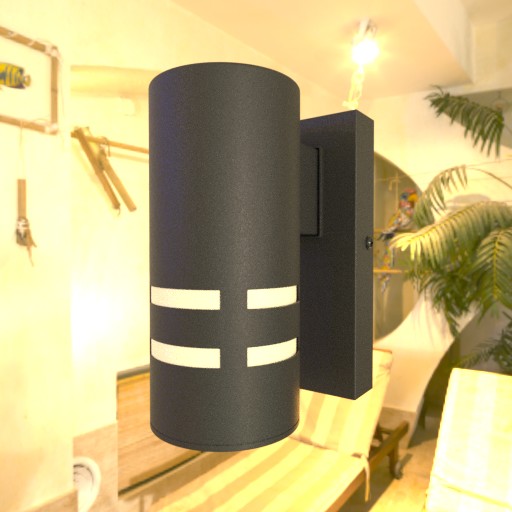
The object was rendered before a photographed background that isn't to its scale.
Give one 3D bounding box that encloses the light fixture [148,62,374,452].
[{"bbox_3d":[0.000,0.000,0.264,0.098,0.179,0.138,1,1,36],"label":"light fixture"}]
